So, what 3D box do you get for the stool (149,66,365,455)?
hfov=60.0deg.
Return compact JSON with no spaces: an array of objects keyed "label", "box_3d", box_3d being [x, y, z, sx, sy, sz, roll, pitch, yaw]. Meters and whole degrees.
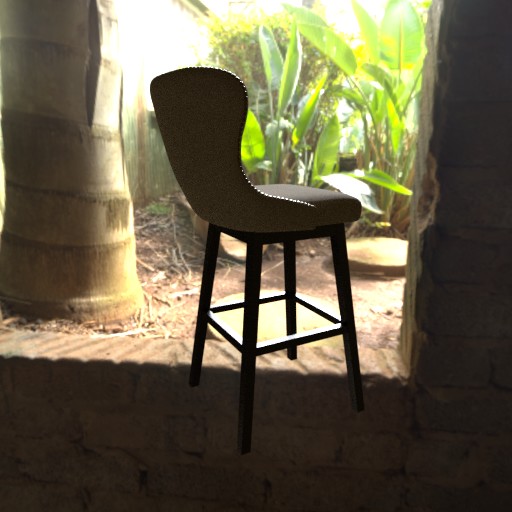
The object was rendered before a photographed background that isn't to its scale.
[{"label":"stool","box_3d":[0.000,0.000,1.435,0.605,1.066,0.528,-8,17,-27]}]
